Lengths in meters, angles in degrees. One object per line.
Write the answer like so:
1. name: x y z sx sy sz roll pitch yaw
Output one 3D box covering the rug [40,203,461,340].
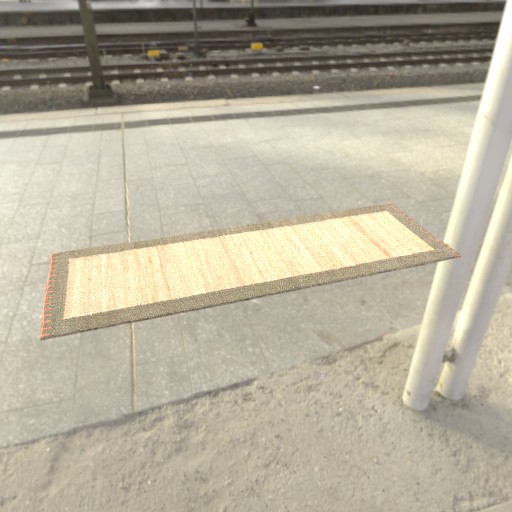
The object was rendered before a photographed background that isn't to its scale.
1. rug: 0.000 0.000 2.726 2.413 0.016 0.810 -10 34 -15
